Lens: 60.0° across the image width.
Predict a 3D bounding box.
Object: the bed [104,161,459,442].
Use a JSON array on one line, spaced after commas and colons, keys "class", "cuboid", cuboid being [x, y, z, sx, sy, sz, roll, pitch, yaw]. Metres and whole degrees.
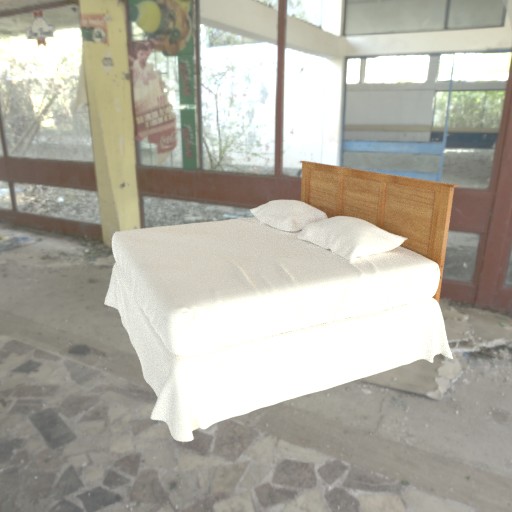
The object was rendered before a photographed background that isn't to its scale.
[{"class": "bed", "cuboid": [0.000, 0.000, 3.611, 2.215, 1.270, 2.317, -8, 19, -25]}]
